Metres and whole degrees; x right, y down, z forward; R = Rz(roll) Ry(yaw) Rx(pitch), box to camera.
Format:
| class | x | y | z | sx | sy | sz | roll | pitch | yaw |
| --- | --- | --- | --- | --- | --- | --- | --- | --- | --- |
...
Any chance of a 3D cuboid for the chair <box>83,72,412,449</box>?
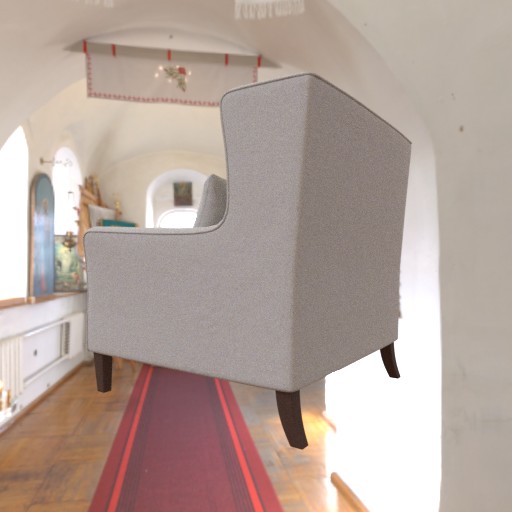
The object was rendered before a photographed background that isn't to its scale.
| class | x | y | z | sx | sy | sz | roll | pitch | yaw |
| --- | --- | --- | --- | --- | --- | --- | --- | --- | --- |
| chair | 0.000 | 0.000 | 1.832 | 1.040 | 1.056 | 0.982 | 0 | 0 | 35 |
